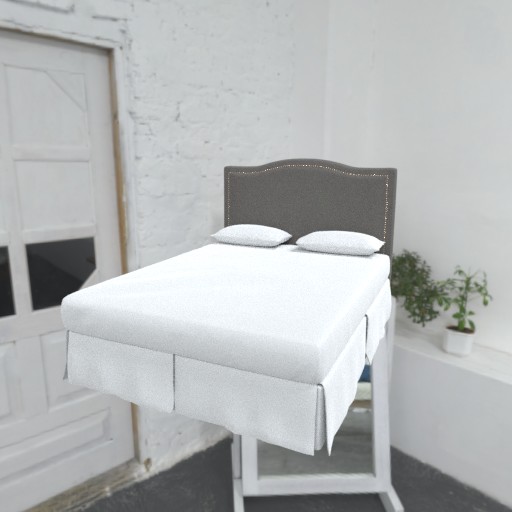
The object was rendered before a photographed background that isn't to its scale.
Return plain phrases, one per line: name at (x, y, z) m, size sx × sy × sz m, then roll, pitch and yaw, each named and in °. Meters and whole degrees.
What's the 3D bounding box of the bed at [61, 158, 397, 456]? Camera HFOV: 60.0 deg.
bed at (0.000, 0.000, 3.380) m, size 1.821 × 1.436 × 2.282 m, roll 6°, pitch 14°, yaw 24°
